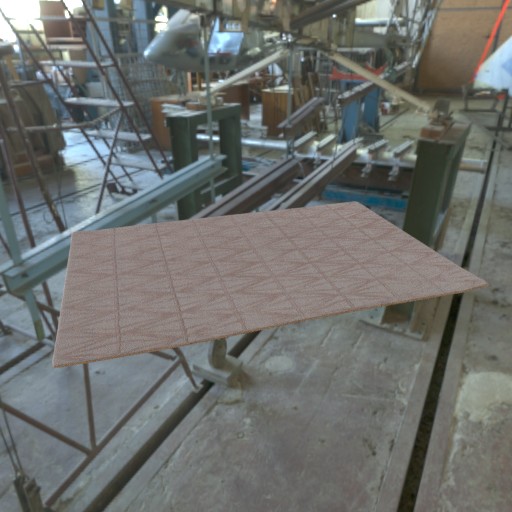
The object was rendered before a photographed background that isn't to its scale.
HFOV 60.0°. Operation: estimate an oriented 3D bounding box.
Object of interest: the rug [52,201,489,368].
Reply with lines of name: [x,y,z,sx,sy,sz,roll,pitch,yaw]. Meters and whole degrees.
rug: [0.000,0.000,2.271,1.837,0.025,1.230,-8,27,-15]
